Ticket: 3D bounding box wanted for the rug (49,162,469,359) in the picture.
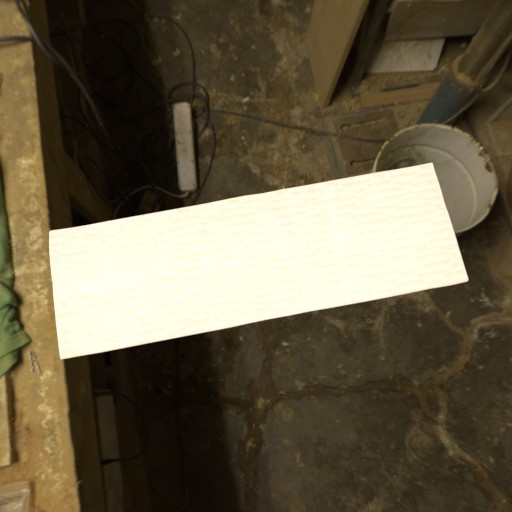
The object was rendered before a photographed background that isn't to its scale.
[{"bbox_3d":[0.000,0.000,2.682,2.450,0.014,0.793,-11,76,-3],"label":"rug"}]
